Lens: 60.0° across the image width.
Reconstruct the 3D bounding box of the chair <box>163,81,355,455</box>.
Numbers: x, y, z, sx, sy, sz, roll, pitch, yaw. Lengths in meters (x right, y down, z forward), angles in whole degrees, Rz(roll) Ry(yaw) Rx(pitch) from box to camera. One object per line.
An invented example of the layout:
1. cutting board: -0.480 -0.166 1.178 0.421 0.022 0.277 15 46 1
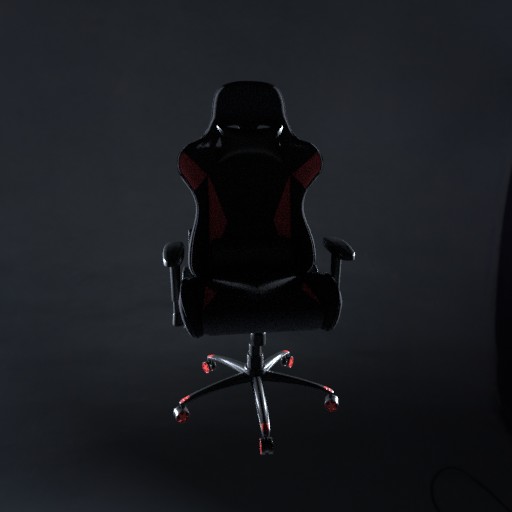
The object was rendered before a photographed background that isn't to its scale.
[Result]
1. chair: 0.000 0.000 1.730 0.695 1.326 0.658 -2 16 -7
